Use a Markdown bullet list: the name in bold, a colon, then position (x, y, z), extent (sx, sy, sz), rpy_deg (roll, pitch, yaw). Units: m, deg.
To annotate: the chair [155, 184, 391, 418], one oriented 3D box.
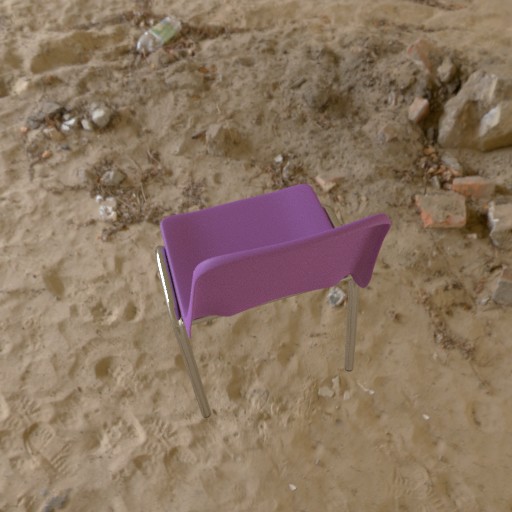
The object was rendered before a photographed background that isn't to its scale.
- **chair**: position (0.000, 0.000, 0.669), extent (0.291, 0.493, 0.301), rpy_deg (-15, 60, -9)
